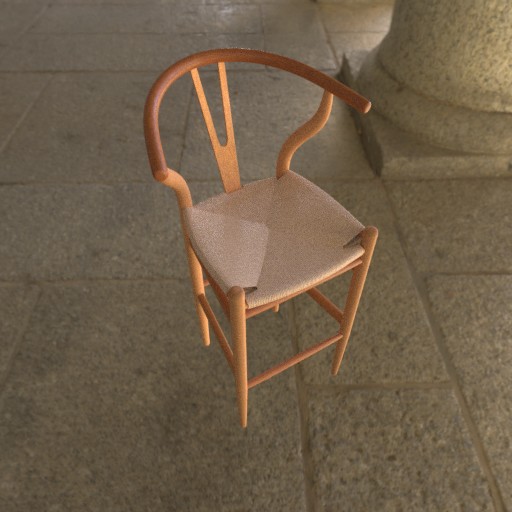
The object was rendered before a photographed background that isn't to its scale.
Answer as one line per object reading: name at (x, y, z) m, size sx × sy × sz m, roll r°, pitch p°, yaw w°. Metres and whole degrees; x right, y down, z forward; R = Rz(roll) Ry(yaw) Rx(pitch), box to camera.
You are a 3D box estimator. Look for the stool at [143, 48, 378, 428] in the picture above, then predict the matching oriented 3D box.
stool at (0.000, 0.000, 1.386) m, size 0.574 × 1.068 × 0.561 m, roll -23°, pitch 51°, yaw -20°
